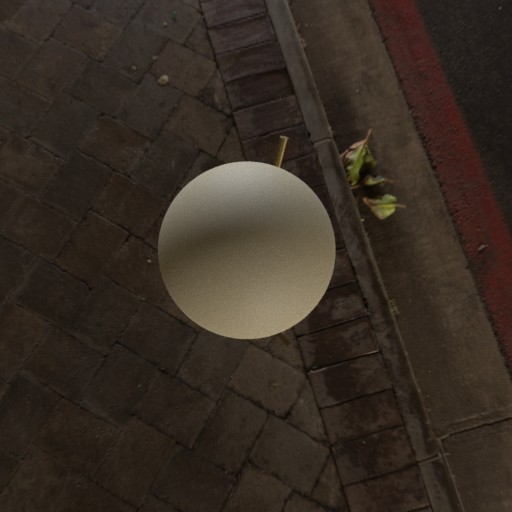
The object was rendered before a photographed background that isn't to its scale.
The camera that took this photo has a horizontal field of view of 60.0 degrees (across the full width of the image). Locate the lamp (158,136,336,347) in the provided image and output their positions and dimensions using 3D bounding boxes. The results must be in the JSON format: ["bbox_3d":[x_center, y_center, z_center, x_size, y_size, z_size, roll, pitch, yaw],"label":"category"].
[{"bbox_3d":[0.000,0.000,0.659,0.210,0.552,0.251,16,79,3],"label":"lamp"}]
